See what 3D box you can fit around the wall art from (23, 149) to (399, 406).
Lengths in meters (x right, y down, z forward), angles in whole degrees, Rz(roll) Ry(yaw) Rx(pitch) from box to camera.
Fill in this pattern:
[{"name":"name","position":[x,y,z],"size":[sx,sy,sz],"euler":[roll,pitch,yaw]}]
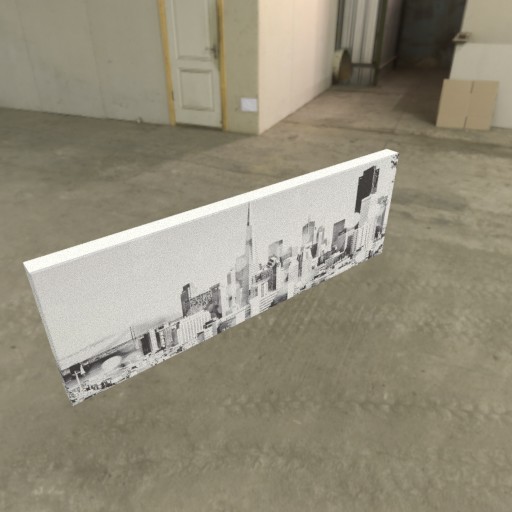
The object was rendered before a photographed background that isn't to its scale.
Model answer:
[{"name":"wall art","position":[0.000,0.000,0.851],"size":[0.766,0.256,0.036],"euler":[-22,38,-31]}]
